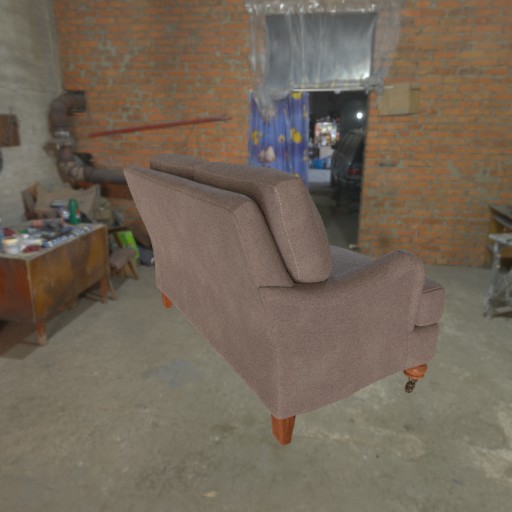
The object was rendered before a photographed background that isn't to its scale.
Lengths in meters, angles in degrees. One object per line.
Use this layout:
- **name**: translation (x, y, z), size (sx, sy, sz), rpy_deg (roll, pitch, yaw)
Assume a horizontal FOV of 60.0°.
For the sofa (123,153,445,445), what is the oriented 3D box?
- **sofa**: translation (0.000, 0.000, 2.552), size (1.084, 1.101, 1.853), rpy_deg (-8, 18, -26)
